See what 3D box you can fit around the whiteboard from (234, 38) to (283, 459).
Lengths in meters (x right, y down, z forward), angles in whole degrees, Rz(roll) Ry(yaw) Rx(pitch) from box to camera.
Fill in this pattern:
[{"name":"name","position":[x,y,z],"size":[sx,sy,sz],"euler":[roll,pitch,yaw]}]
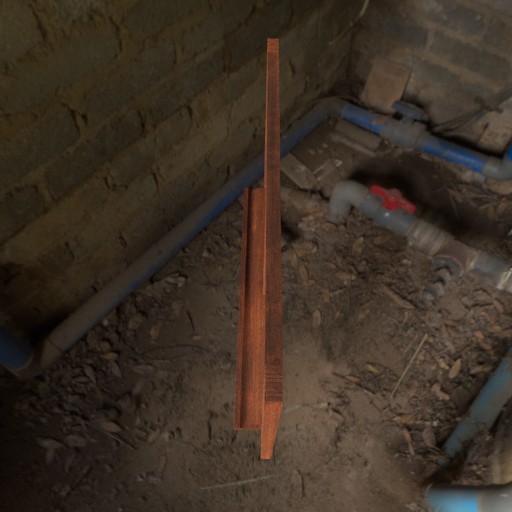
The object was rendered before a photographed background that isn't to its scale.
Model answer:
[{"name":"whiteboard","position":[0.000,0.000,0.997],"size":[0.083,0.553,0.768],"euler":[1,59,1]}]
